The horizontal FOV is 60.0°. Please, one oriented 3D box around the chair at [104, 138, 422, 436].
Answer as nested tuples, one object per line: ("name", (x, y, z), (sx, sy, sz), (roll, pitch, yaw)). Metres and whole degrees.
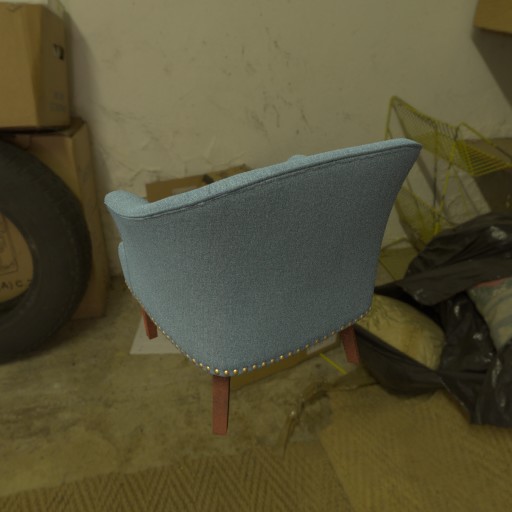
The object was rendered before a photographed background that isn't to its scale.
("chair", (0.000, 0.000, 1.385), (0.772, 0.815, 0.704), (-17, 33, -29))
